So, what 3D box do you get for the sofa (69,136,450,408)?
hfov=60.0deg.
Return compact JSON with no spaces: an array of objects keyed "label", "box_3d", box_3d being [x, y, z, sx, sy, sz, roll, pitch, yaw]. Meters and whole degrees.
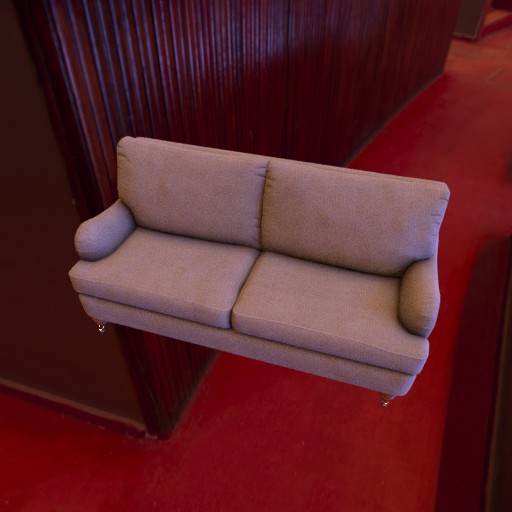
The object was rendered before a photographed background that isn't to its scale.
[{"label":"sofa","box_3d":[0.000,0.000,2.862,2.193,1.096,1.069,11,42,13]}]
